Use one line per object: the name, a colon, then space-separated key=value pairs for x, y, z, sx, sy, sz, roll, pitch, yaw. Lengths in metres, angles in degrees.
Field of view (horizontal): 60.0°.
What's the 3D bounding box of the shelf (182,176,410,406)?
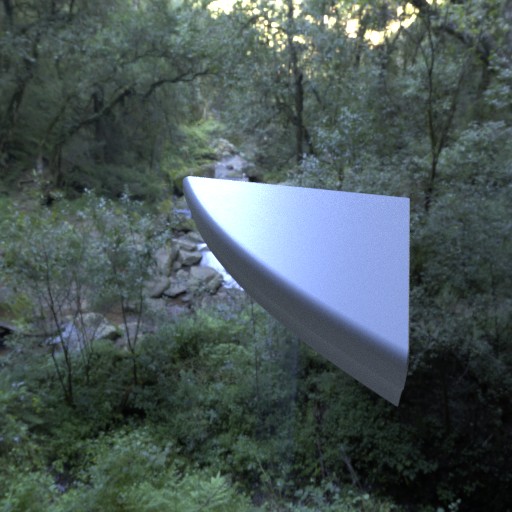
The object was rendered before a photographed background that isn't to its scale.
shelf: x=0.000 y=0.000 z=0.473 sx=0.310 sy=0.050 sz=0.310 roll=8 pitch=30 yaw=14
